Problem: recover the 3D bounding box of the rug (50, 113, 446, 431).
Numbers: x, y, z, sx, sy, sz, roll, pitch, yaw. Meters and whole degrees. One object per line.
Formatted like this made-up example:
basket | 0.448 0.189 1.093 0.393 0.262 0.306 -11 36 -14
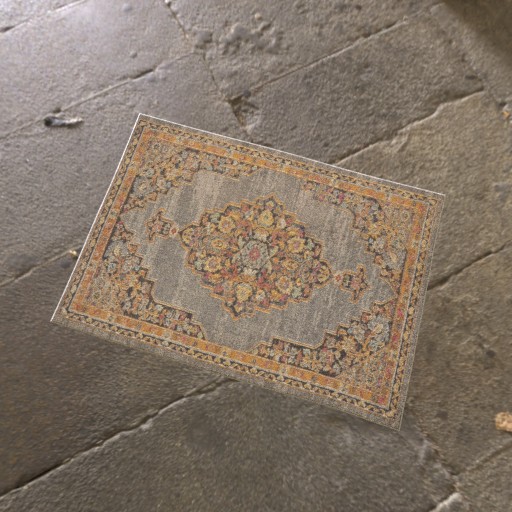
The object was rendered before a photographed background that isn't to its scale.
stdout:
rug | 0.000 0.000 3.977 3.063 0.024 2.158 16 75 4
